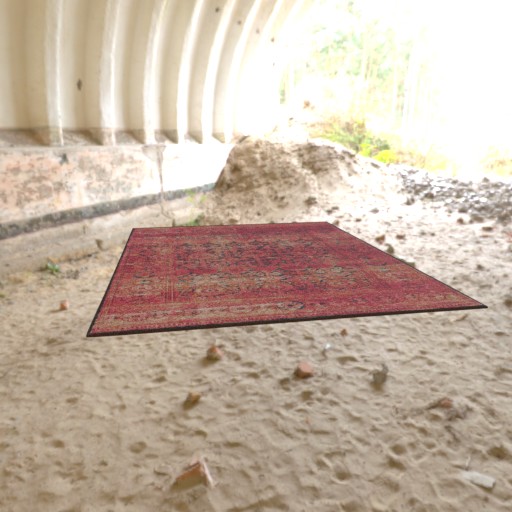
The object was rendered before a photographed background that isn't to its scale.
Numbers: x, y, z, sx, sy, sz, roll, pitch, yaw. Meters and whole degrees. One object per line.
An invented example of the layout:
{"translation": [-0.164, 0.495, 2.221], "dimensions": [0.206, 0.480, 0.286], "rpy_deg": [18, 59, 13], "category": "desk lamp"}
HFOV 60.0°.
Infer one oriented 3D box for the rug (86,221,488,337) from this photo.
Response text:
{"translation": [0.000, 0.000, 4.010], "dimensions": [2.411, 0.020, 3.032], "rpy_deg": [-3, 15, -10], "category": "rug"}
